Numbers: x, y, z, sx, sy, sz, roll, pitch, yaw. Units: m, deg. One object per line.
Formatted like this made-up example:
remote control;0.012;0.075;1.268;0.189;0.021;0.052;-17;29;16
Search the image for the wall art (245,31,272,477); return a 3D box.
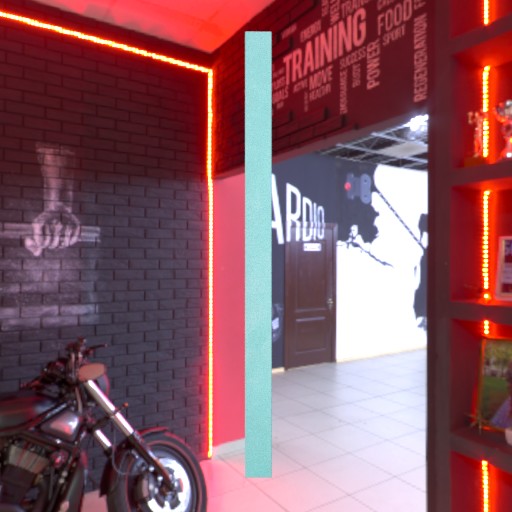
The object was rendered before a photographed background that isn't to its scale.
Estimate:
wall art;0.000;0.000;0.899;0.036;0.603;0.603;0;-1;-1
